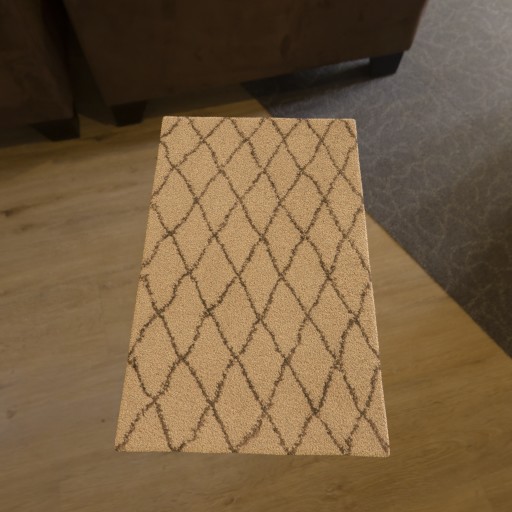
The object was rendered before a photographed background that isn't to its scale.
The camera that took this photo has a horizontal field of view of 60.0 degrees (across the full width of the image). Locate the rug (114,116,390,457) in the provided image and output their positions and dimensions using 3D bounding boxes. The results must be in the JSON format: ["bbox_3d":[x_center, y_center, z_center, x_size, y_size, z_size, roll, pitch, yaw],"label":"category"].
[{"bbox_3d":[0.000,0.000,2.983,1.524,0.030,2.438,1,64,0],"label":"rug"}]
